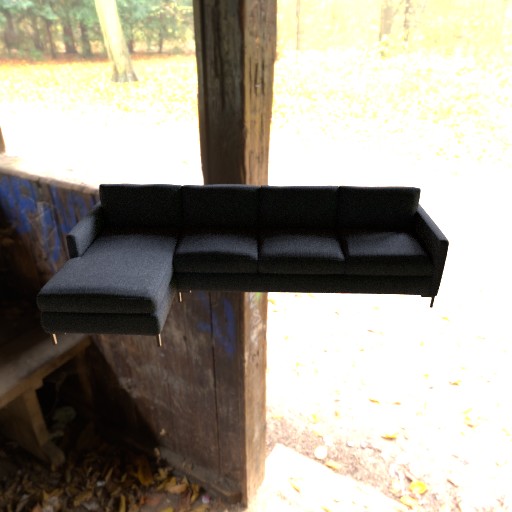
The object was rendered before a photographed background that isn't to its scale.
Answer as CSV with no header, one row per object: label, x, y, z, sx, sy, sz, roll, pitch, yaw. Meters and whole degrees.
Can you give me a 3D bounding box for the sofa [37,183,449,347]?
sofa,0.000,0.000,3.490,2.932,0.810,1.350,1,28,1
